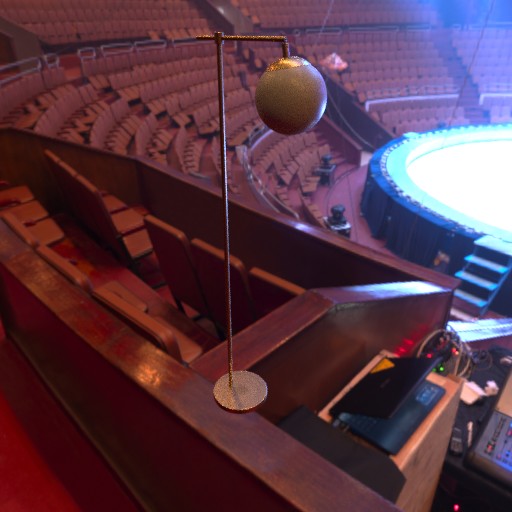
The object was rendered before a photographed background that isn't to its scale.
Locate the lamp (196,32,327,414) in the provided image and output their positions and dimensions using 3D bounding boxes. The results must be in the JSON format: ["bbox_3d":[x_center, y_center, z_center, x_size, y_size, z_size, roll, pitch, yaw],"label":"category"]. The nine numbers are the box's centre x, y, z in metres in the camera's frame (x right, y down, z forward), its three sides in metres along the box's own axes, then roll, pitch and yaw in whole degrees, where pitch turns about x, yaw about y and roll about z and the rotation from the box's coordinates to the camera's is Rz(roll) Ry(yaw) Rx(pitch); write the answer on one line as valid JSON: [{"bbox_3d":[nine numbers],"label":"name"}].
[{"bbox_3d":[0.000,0.000,1.673,0.476,1.505,0.249,19,33,31],"label":"lamp"}]
